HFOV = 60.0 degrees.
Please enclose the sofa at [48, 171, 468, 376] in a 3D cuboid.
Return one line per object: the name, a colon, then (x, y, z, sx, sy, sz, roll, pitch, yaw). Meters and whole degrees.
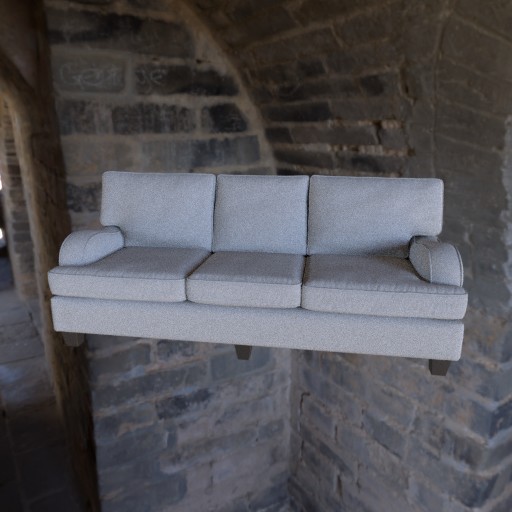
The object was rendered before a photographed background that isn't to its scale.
sofa: (0.000, 0.000, 2.819, 2.323, 0.997, 1.016, 2, 15, 9)
